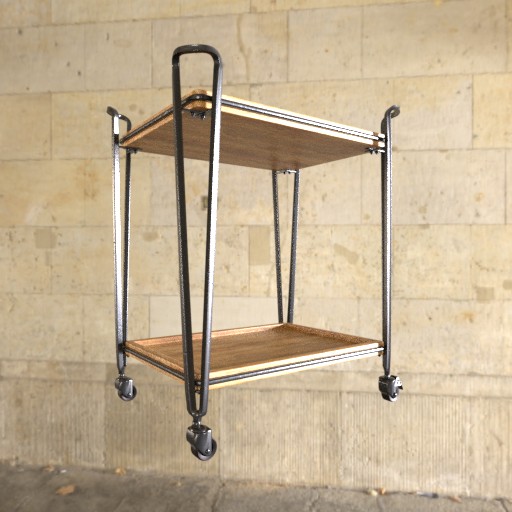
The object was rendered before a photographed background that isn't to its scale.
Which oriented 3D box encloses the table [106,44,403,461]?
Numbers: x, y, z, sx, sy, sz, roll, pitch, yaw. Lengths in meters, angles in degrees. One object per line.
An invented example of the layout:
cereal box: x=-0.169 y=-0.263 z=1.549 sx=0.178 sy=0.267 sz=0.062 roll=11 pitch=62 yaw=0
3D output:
table: x=0.000 y=0.000 z=1.197 sx=0.672 sy=0.785 sz=0.505 roll=0 pitch=0 yaw=-36
